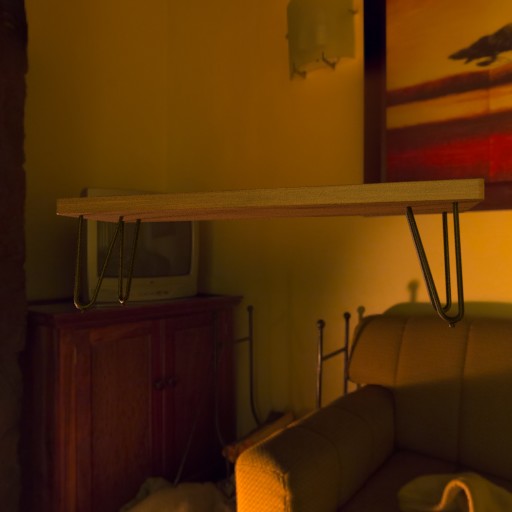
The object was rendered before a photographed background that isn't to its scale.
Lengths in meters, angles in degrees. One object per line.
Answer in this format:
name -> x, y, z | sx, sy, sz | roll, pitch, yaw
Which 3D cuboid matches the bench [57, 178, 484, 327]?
bench -> 0.000, 0.000, 1.757 | 1.570, 0.462, 0.425 | 0, -1, 17
